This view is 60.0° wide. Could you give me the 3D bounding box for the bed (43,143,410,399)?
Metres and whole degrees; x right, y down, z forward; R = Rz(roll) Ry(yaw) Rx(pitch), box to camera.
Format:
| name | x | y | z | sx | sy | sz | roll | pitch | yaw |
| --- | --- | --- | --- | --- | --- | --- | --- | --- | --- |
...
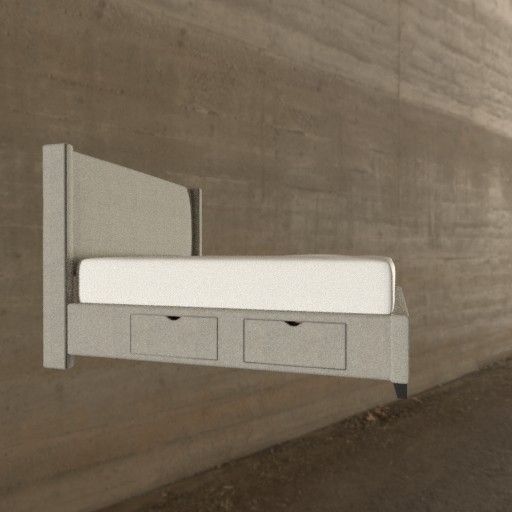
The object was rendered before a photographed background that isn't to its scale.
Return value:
| name | x | y | z | sx | sy | sz | roll | pitch | yaw |
| --- | --- | --- | --- | --- | --- | --- | --- | --- | --- |
| bed | 0.000 | 0.000 | 3.589 | 2.280 | 1.470 | 2.140 | 0 | 0 | 17 |
